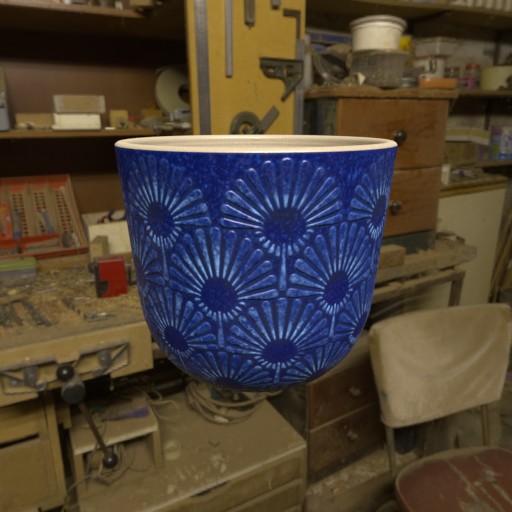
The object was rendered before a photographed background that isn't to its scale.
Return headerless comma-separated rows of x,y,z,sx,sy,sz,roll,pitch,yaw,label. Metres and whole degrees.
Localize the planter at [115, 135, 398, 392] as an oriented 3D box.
0.000,0.000,0.300,0.170,0.153,0.170,0,17,0,planter
